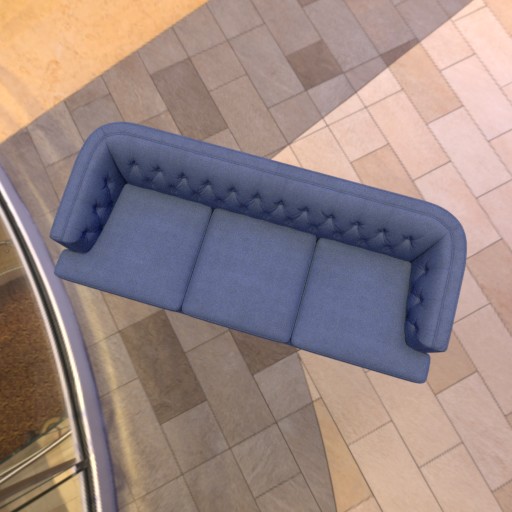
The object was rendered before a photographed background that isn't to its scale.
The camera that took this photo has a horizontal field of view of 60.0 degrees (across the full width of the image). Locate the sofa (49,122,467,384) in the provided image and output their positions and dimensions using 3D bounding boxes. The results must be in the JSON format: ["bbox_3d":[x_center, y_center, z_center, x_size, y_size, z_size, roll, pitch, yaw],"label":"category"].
[{"bbox_3d":[0.000,0.000,2.674,2.235,0.787,0.914,16,77,4],"label":"sofa"}]
